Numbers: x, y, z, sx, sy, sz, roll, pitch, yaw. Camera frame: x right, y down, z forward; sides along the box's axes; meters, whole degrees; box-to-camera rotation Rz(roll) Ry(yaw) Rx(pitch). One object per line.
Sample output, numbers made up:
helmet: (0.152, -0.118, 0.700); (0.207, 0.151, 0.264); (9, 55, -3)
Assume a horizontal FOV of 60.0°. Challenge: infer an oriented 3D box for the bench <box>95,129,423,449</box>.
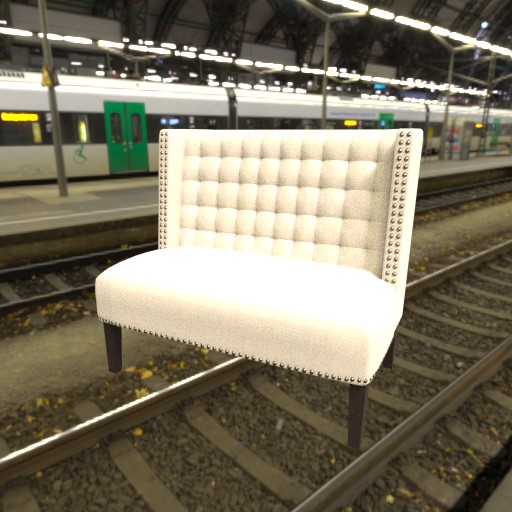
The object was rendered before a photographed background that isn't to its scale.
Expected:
bench: (0.000, 0.000, 2.039); (1.280, 1.123, 0.847); (8, 17, 26)
